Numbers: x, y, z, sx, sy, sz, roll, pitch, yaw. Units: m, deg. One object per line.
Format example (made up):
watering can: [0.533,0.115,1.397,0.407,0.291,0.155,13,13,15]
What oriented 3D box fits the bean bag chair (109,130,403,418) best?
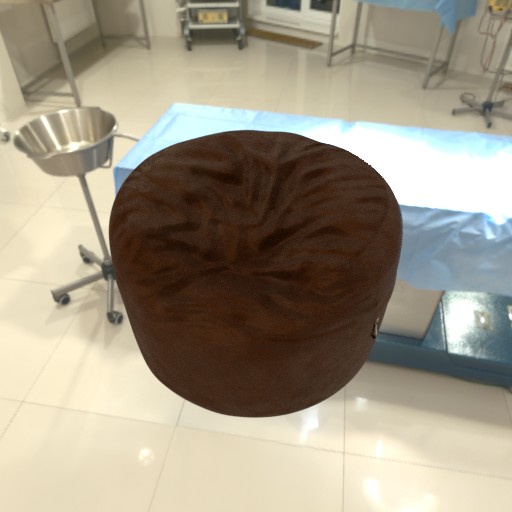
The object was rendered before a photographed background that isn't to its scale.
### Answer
bean bag chair: [0.000,0.000,1.513,0.918,0.616,0.918,0,41,0]
